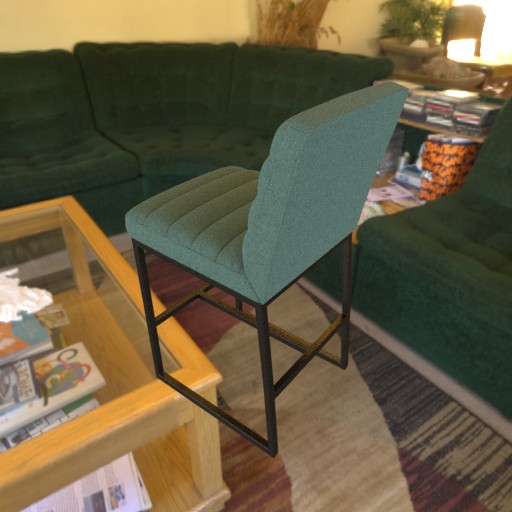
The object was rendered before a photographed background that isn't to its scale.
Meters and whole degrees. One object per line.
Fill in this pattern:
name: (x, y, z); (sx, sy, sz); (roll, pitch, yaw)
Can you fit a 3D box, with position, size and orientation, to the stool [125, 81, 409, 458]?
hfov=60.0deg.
stool: (0.000, 0.000, 1.256); (0.560, 0.940, 0.460); (22, 38, 31)
